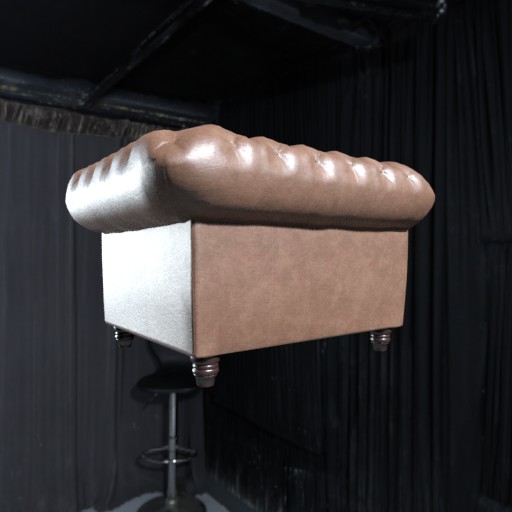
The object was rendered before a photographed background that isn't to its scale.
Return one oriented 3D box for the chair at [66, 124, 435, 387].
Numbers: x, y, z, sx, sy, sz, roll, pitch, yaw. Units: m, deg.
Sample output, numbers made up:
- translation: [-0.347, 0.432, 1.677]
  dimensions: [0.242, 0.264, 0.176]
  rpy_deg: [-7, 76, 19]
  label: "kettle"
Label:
- translation: [0.000, 0.000, 1.840]
  dimensions: [1.298, 0.784, 0.954]
  rpy_deg: [0, 0, -36]
  label: "chair"
